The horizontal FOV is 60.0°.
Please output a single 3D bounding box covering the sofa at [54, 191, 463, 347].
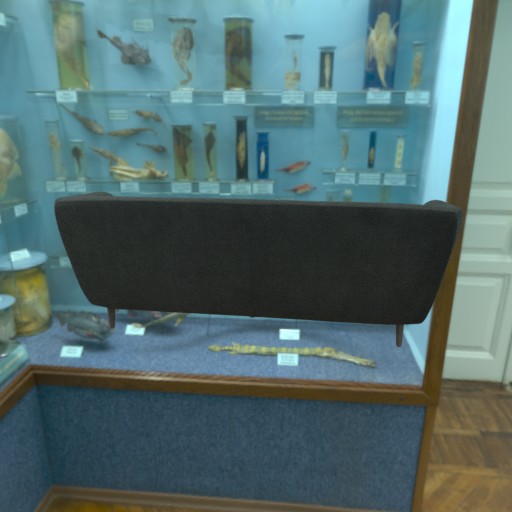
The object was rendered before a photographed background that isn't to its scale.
[{"bbox_3d":[0.000,0.000,2.755,2.296,0.875,0.956,2,18,7],"label":"sofa"}]
